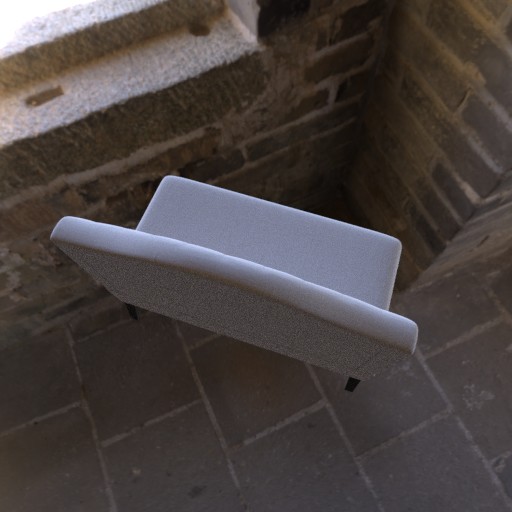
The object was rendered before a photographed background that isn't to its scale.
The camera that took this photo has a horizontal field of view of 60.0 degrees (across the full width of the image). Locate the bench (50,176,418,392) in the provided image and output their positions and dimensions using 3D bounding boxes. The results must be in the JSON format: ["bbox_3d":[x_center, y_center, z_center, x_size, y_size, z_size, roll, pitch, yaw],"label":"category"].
[{"bbox_3d":[0.000,0.000,2.062,1.335,1.180,0.815,17,64,8],"label":"bench"}]
